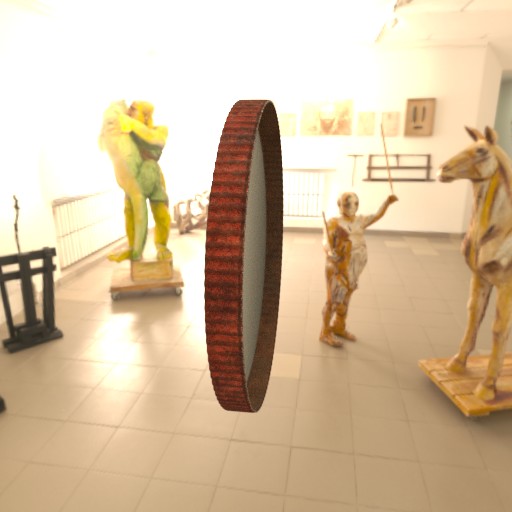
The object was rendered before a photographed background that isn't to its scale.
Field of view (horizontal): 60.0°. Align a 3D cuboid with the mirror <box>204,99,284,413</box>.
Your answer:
[{"bbox_3d":[0.000,0.000,0.913,0.056,0.609,0.609,3,17,8],"label":"mirror"}]
